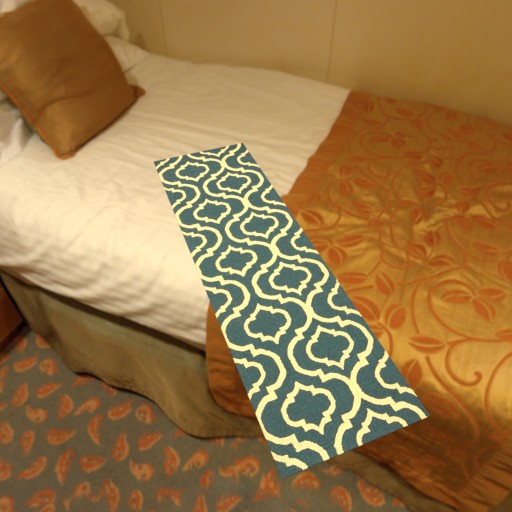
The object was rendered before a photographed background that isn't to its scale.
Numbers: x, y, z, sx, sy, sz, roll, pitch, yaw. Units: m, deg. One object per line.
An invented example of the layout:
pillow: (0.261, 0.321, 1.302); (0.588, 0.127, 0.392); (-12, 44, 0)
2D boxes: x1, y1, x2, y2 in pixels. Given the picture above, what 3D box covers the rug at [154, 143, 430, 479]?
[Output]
rug: (0.000, 0.000, 2.535); (0.685, 0.006, 2.296); (-16, 48, -15)
